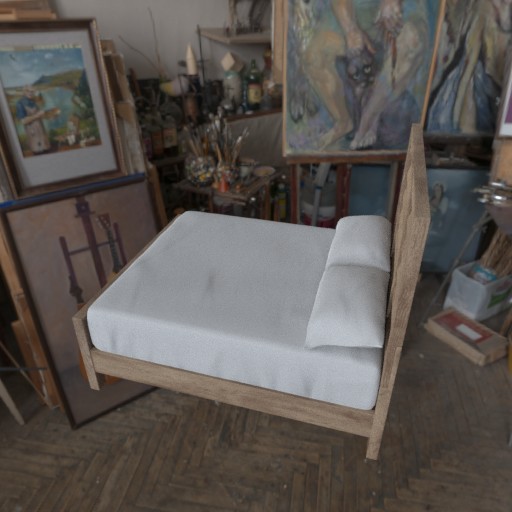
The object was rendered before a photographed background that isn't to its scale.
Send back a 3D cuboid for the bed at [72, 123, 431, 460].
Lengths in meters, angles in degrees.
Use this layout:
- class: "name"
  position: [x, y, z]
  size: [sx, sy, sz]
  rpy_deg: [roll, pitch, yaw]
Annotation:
- class: "bed"
  position: [0.000, 0.000, 3.187]
  size: [2.017, 1.631, 1.615]
  rpy_deg: [9, 32, 14]
